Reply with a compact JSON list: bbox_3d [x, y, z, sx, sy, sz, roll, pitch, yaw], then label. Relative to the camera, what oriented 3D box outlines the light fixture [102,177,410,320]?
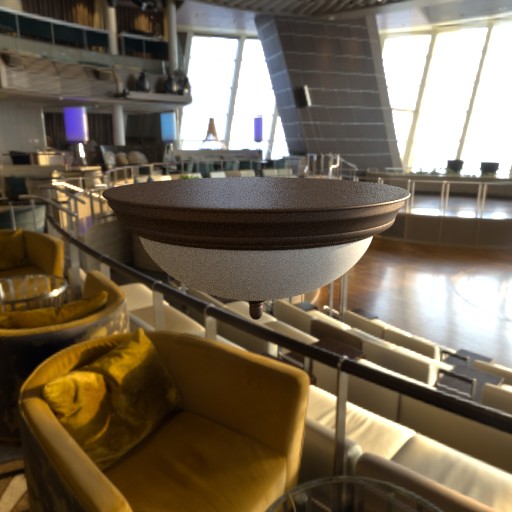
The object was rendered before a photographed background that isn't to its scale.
[{"bbox_3d":[0.000,0.000,0.441,0.280,0.135,0.280,0,14,0],"label":"light fixture"}]
